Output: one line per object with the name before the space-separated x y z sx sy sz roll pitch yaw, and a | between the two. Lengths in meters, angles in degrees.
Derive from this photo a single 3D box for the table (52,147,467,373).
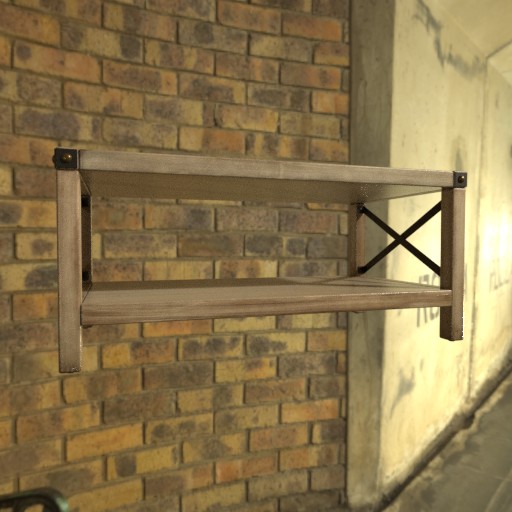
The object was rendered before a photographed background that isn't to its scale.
table | 0.000 0.000 1.285 1.016 0.456 0.559 -1 2 -18
